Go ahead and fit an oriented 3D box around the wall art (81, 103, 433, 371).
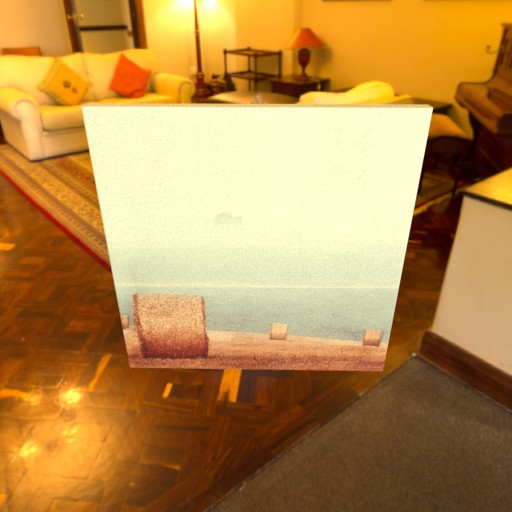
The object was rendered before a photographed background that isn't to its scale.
[{"bbox_3d":[0.000,0.000,0.923,0.605,0.605,0.034,1,30,1],"label":"wall art"}]
